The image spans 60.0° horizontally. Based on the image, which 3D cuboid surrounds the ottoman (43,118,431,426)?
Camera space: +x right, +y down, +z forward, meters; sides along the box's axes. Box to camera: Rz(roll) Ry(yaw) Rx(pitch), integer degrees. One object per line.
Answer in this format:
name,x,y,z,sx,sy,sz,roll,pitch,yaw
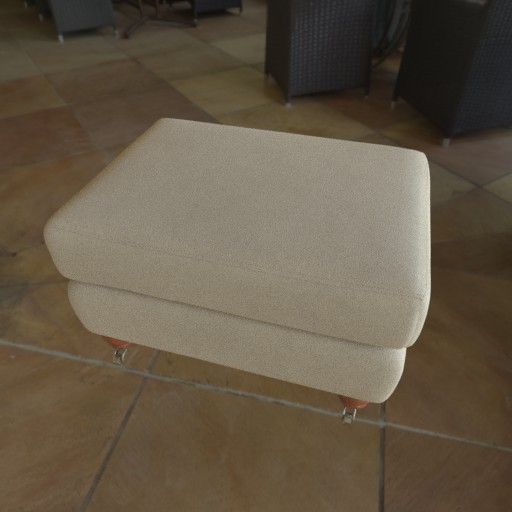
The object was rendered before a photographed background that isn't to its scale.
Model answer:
ottoman,0.000,0.000,1.135,0.773,0.504,0.569,11,42,12
